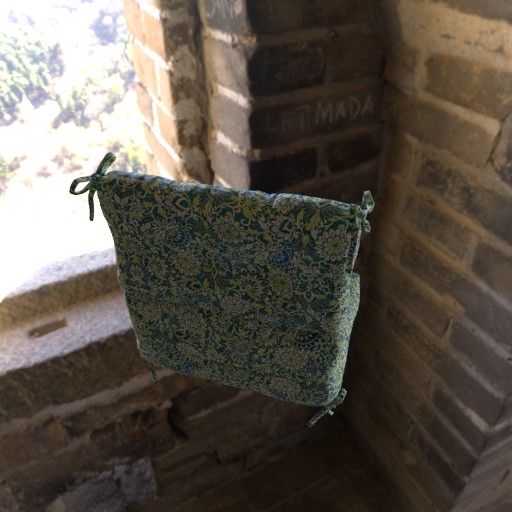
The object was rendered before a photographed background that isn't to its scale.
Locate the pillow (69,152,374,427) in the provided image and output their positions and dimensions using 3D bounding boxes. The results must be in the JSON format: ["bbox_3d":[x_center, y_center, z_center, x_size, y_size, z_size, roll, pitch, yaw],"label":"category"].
[{"bbox_3d":[0.000,0.000,1.048,0.519,0.605,0.571,10,35,15],"label":"pillow"}]
